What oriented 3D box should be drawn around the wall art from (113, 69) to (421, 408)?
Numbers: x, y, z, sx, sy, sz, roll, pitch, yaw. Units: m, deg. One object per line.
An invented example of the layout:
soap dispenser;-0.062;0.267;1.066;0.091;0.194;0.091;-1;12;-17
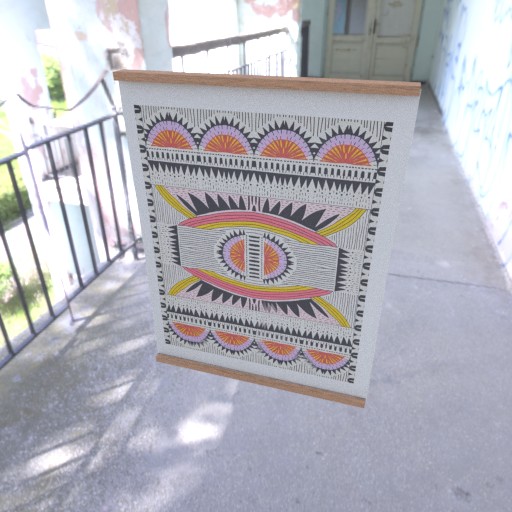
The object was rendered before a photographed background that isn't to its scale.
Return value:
wall art;0.000;0.000;0.697;0.403;0.527;0.028;9;31;14
